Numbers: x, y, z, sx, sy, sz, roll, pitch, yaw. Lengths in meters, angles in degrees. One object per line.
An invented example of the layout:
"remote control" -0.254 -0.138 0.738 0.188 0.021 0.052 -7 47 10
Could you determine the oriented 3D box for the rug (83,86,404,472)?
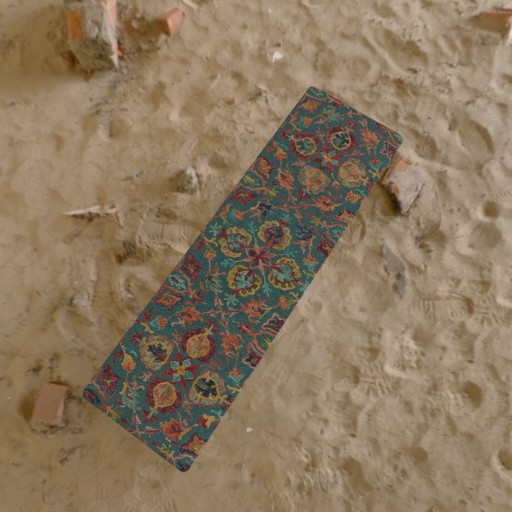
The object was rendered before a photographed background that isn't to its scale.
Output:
"rug" 0.000 0.000 2.530 0.686 0.013 2.286 33 77 9
